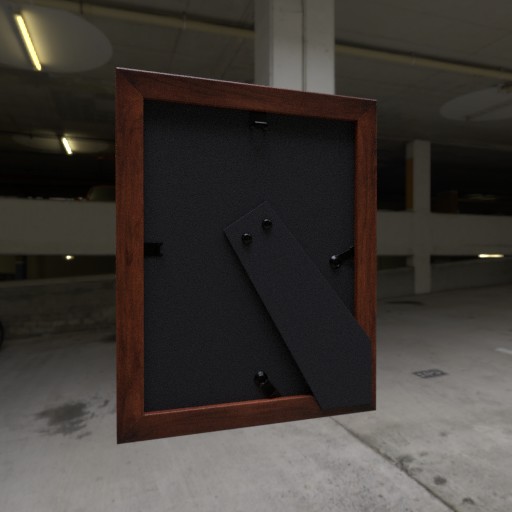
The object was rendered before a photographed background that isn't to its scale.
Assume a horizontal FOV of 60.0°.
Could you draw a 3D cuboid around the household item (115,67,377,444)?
[{"bbox_3d":[0.000,0.000,0.332,0.200,0.250,0.020,0,1,-18],"label":"household item"}]
